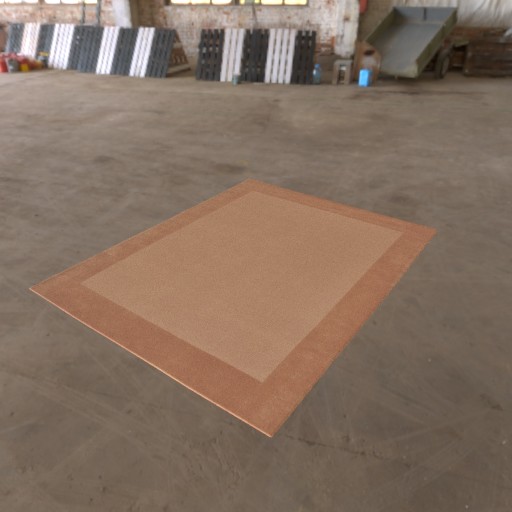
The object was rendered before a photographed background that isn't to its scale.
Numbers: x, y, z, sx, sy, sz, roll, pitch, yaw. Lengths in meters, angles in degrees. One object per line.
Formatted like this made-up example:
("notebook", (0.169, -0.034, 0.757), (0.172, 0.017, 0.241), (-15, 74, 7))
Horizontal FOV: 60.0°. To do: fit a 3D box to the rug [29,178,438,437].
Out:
("rug", (0.000, 0.000, 4.108), (2.431, 0.021, 3.057), (20, 37, 30))
